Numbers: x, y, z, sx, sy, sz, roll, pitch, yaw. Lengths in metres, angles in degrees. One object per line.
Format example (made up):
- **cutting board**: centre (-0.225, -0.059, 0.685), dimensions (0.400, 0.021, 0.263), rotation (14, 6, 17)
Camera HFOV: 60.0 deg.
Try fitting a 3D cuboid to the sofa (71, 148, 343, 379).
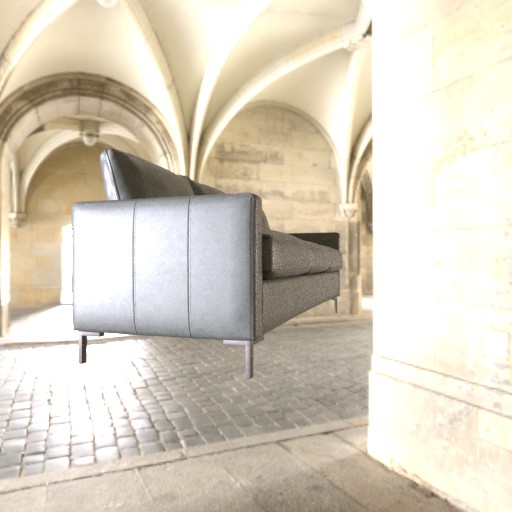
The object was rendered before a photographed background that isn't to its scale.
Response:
- **sofa**: centre (0.000, 0.000, 2.412), dimensions (0.748, 0.805, 2.029), rotation (0, -1, 18)
